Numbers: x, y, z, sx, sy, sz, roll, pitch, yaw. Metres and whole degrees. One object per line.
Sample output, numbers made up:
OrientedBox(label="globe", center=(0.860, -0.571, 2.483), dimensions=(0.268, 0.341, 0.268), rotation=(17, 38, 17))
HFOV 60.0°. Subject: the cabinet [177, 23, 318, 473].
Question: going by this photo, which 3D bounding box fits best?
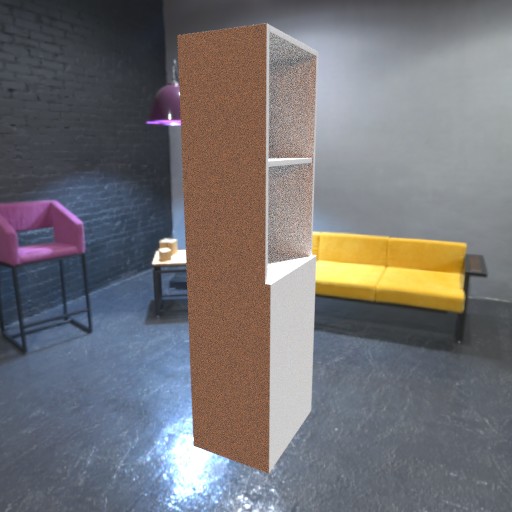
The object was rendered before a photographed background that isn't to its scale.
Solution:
OrientedBox(label="cabinet", center=(0.000, 0.000, 1.532), dimensions=(0.300, 1.350, 0.400), rotation=(7, 16, 26))
